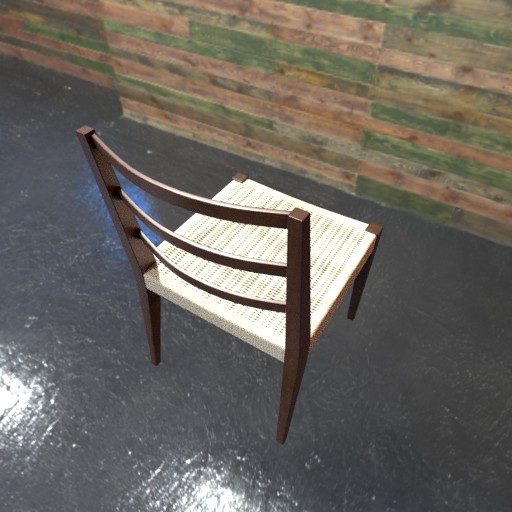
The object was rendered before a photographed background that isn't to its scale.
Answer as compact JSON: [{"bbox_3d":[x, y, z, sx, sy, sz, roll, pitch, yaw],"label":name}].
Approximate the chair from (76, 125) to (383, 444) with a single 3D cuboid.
[{"bbox_3d":[0.000,0.000,1.146,0.480,0.813,0.551,24,50,22],"label":"chair"}]
